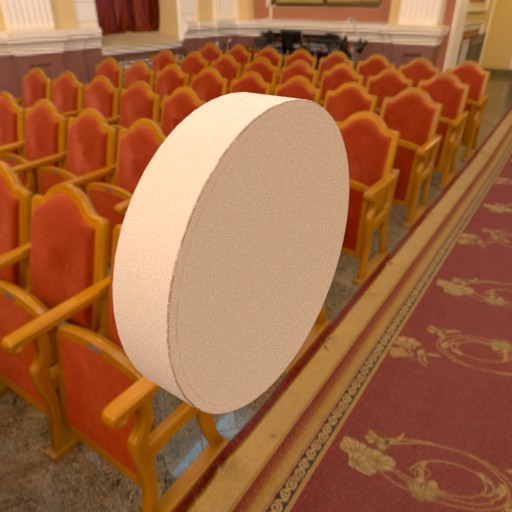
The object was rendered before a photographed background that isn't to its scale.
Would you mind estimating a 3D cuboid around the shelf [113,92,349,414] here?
[{"bbox_3d":[0.000,0.000,1.179,0.158,0.807,0.806,19,35,30],"label":"shelf"}]
